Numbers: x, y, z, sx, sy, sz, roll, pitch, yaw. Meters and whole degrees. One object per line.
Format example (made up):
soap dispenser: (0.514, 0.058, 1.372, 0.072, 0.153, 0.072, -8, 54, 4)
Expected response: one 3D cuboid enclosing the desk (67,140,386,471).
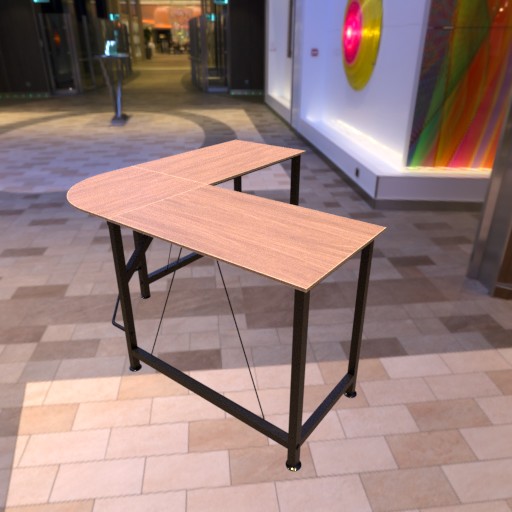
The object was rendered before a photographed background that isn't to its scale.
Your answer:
desk: (0.000, 0.000, 2.231, 1.400, 0.762, 1.400, 18, 31, 33)
